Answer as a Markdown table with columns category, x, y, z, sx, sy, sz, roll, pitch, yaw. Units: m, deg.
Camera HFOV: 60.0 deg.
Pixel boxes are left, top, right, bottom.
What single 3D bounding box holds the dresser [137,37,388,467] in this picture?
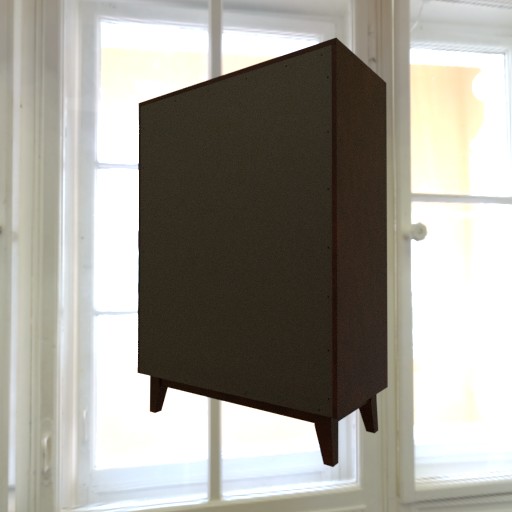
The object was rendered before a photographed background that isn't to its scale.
| category | x | y | z | sx | sy | sz | roll | pitch | yaw |
| --- | --- | --- | --- | --- | --- | --- | --- | --- | --- |
| dresser | 0.000 | 0.000 | 2.061 | 1.072 | 1.514 | 0.506 | -1 | -1 | 37 |
